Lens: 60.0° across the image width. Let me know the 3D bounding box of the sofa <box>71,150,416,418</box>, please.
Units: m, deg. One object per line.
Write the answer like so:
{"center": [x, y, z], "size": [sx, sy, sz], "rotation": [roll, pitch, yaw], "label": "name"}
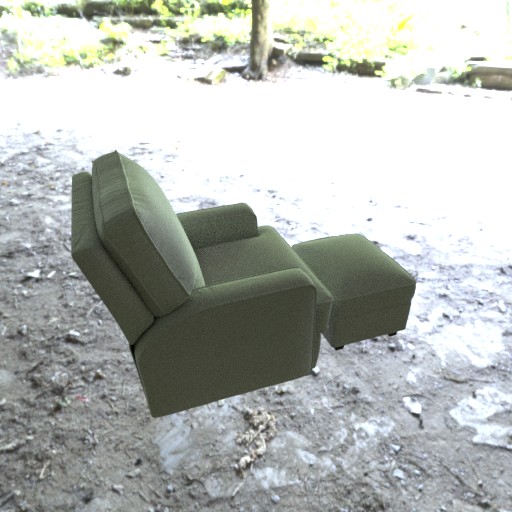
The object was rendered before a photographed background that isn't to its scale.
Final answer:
{"center": [0.000, 0.000, 2.057], "size": [1.472, 0.959, 0.861], "rotation": [-10, 32, -17], "label": "sofa"}
